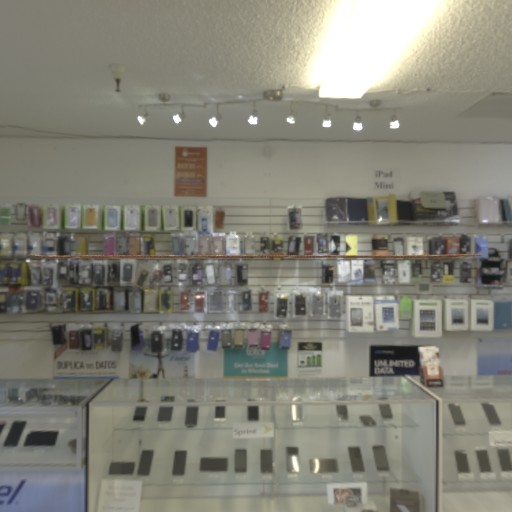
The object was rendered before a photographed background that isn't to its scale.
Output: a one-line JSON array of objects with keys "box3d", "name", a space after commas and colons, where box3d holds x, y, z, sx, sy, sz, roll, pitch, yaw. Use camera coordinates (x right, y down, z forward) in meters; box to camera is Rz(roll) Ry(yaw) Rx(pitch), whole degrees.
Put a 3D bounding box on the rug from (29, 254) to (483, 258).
[{"box3d": [0.000, 0.000, 2.767, 2.444, 0.030, 0.799, 0, -1, 0], "name": "rug"}]
